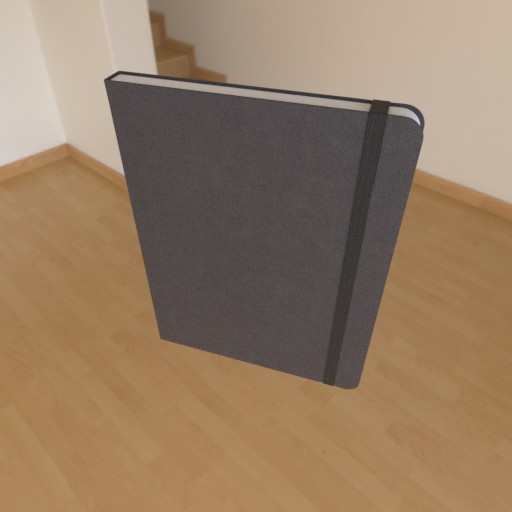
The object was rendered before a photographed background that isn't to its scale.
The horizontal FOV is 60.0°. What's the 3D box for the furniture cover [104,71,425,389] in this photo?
[{"bbox_3d":[0.000,0.000,0.379,0.216,0.281,0.023,12,42,14],"label":"furniture cover"}]
